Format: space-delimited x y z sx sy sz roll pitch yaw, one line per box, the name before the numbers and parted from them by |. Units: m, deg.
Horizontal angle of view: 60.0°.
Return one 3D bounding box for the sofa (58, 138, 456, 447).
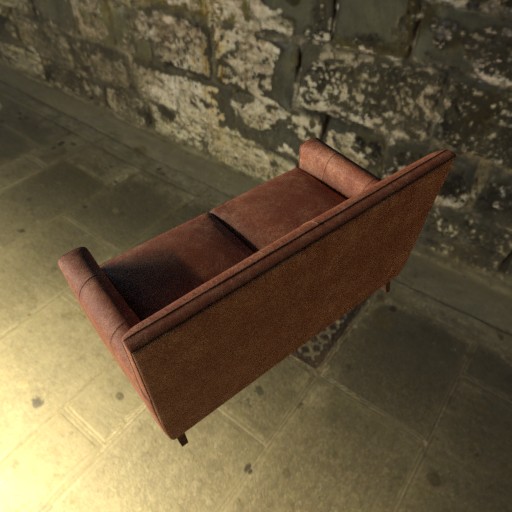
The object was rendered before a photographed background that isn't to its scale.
sofa | 0.000 0.000 1.999 1.473 0.871 0.787 -30 53 -26
